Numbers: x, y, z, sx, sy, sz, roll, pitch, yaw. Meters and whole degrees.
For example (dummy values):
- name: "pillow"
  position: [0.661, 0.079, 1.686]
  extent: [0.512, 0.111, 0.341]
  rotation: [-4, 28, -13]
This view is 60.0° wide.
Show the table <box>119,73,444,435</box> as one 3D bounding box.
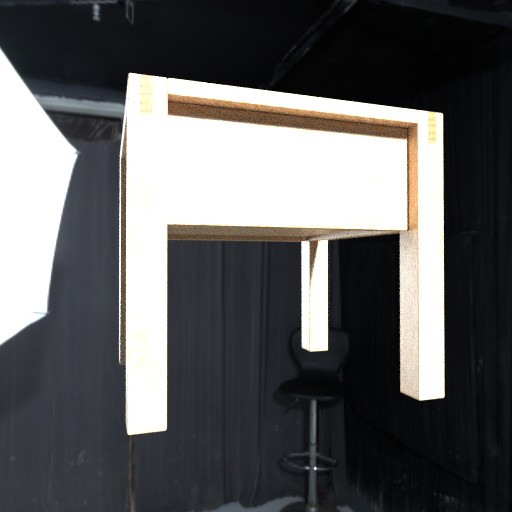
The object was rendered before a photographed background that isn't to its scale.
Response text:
- name: "table"
  position: [0.000, 0.000, 0.832]
  extent: [0.480, 0.450, 0.440]
  rotation: [0, -1, -18]
